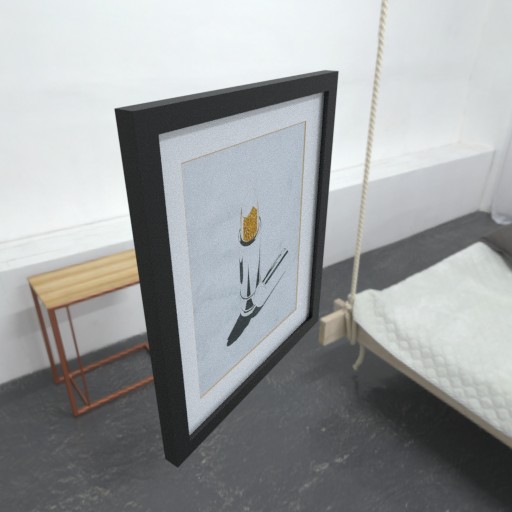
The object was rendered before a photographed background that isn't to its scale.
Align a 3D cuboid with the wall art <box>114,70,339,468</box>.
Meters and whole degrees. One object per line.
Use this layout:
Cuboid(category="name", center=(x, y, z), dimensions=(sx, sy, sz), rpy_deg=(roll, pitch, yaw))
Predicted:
Cuboid(category="wall art", center=(0.000, 0.000, 0.525), dimensions=(0.019, 0.381, 0.330), rpy_deg=(18, 33, 30))
